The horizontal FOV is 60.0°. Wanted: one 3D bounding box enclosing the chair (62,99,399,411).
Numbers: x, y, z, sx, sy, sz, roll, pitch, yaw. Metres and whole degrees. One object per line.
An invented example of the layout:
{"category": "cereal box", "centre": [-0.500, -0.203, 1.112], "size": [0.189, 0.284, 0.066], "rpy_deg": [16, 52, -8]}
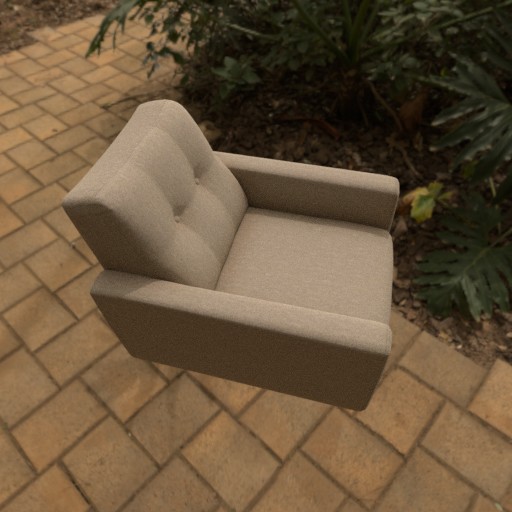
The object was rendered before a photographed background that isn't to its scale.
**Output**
{"category": "chair", "centre": [0.000, 0.000, 1.839], "size": [1.128, 0.965, 0.897], "rpy_deg": [10, 49, 9]}
